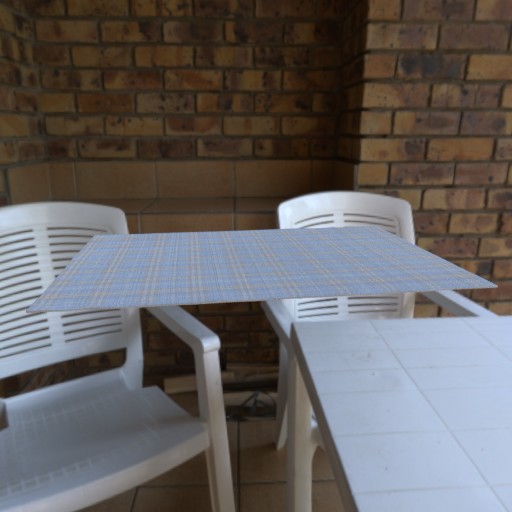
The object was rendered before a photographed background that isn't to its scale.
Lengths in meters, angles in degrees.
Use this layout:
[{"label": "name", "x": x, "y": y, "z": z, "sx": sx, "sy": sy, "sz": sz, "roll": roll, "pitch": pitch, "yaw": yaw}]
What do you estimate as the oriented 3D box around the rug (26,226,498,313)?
[{"label": "rug", "x": 0.000, "y": 0.000, "z": 2.273, "sx": 1.835, "sy": 0.012, "sz": 1.231, "roll": -2, "pitch": 16, "yaw": -8}]
